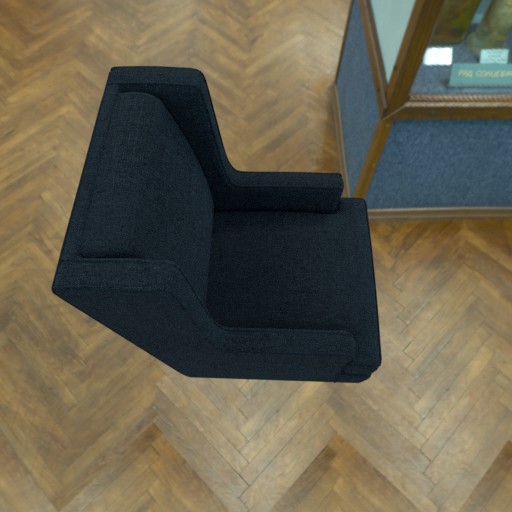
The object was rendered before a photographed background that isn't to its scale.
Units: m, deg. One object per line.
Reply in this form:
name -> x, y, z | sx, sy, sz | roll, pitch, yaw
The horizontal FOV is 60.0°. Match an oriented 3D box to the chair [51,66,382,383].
chair -> 0.000, 0.000, 1.664 | 0.947, 1.072, 0.764 | 2, 63, 1
